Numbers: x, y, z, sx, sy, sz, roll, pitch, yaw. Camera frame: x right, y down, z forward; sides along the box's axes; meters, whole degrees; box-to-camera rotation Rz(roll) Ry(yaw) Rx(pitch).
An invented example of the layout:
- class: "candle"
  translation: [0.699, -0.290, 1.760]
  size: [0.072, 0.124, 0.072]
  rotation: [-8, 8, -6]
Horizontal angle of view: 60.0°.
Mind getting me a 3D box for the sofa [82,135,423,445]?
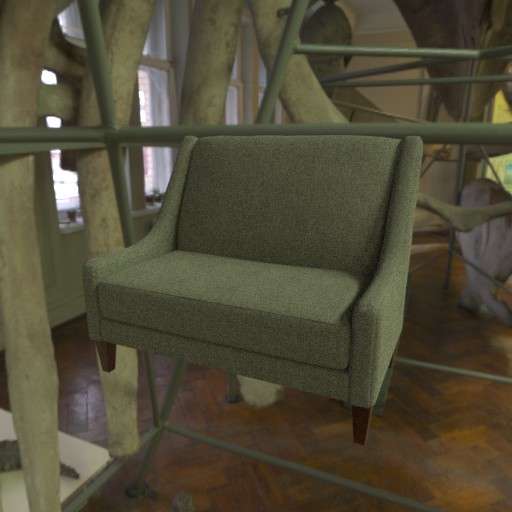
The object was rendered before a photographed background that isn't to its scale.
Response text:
- class: "sofa"
  translation: [0.000, 0.000, 1.943]
  size: [1.242, 1.021, 0.870]
  rotation: [7, 17, 24]
